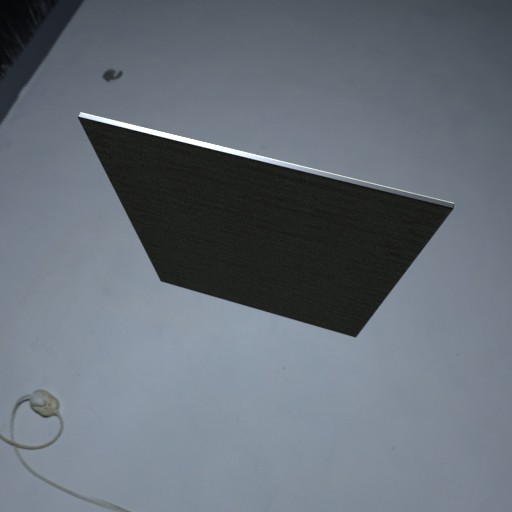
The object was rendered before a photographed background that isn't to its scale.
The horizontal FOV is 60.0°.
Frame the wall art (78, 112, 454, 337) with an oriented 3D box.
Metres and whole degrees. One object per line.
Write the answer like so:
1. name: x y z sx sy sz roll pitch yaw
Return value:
1. wall art: 0.000 0.000 0.798 0.483 0.559 0.009 15 65 7
